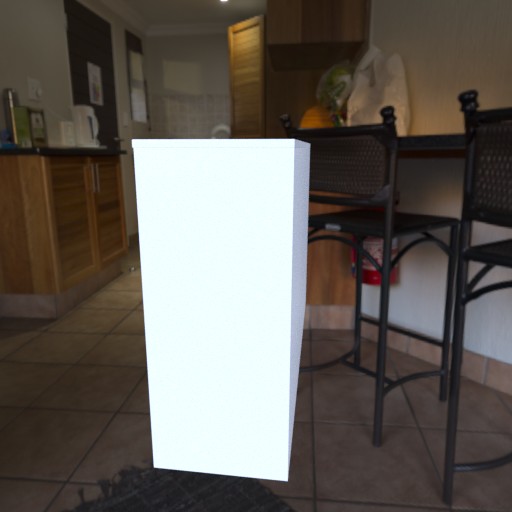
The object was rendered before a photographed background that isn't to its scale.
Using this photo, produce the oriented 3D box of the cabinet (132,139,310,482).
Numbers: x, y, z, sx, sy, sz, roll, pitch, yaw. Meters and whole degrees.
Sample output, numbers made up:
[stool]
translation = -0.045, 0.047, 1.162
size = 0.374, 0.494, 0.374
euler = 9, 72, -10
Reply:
[cabinet]
translation = 0.000, 0.000, 1.814
size = 0.380, 0.900, 1.450
euler = 2, 14, 8
